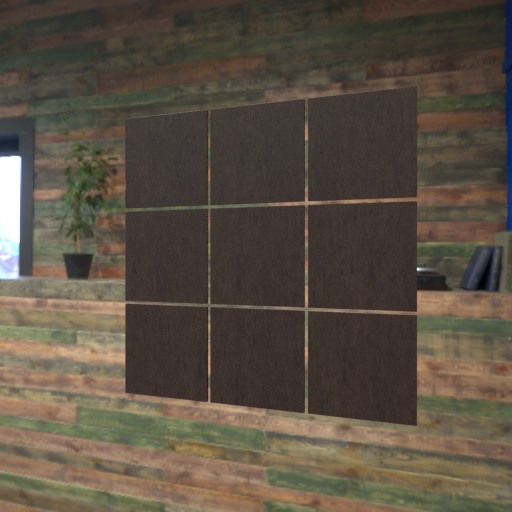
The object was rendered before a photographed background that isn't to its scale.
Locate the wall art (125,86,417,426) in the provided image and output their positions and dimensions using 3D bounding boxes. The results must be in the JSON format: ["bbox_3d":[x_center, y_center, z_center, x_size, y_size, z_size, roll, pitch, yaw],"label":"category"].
[{"bbox_3d":[0.000,0.000,1.777,1.215,1.213,0.013,0,0,18],"label":"wall art"}]
